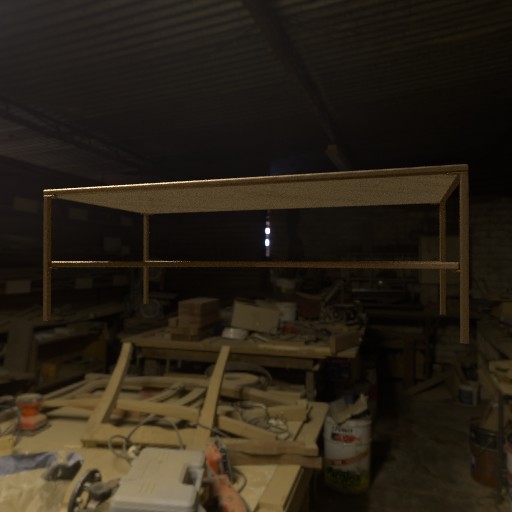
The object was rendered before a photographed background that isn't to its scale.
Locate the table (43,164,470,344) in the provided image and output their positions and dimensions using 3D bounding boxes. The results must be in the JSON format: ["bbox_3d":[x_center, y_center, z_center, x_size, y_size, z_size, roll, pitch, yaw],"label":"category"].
[{"bbox_3d":[0.000,0.000,1.456,1.197,0.405,0.577,0,-1,18],"label":"table"}]
